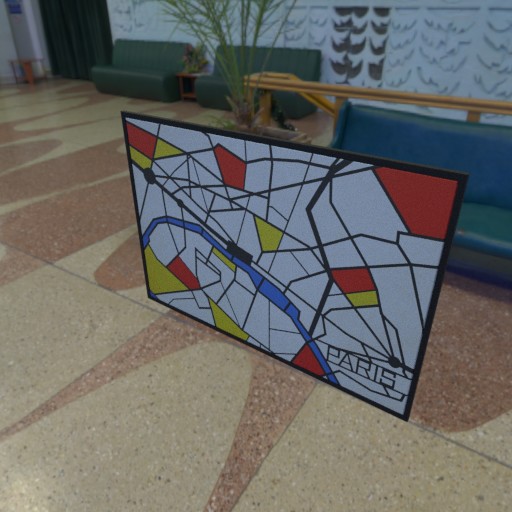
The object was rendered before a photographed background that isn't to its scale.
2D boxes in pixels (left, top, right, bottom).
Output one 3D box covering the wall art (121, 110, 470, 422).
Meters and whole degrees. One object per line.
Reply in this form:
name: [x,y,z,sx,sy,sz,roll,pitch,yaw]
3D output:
wall art: [0.000,0.000,1.224,0.963,0.665,0.013,19,35,30]
